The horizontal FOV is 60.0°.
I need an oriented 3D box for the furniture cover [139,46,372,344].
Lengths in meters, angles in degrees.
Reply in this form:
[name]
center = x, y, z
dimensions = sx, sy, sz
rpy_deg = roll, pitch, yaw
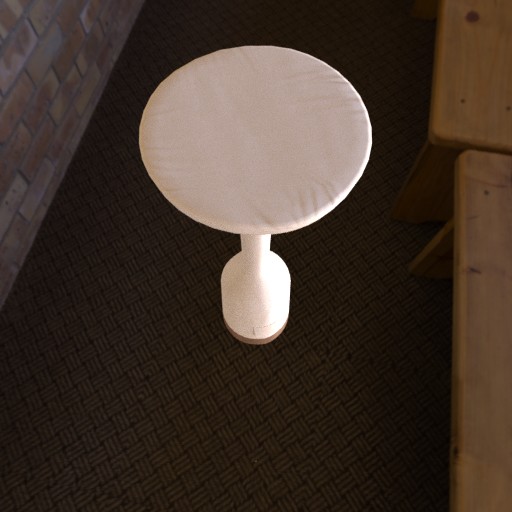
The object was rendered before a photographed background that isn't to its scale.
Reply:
[furniture cover]
center = 0.000, 0.000, 2.831
dimensions = 0.914, 2.413, 0.914
rpy_deg = -18, 66, -8
